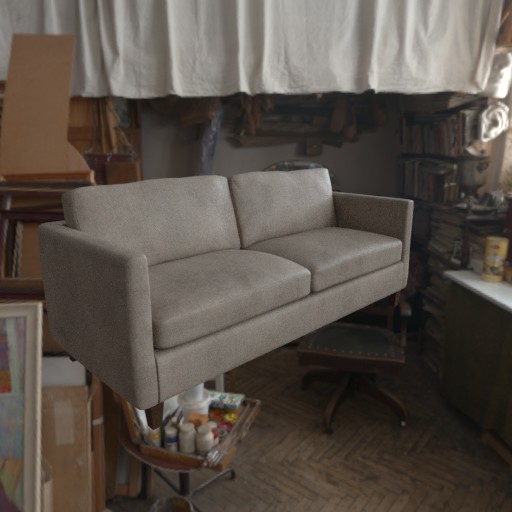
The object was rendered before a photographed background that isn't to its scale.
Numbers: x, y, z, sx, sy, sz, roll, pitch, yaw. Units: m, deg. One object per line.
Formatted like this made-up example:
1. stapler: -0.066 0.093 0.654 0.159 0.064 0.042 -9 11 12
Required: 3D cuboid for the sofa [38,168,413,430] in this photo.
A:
1. sofa: 0.000 0.000 2.706 2.208 0.965 0.951 -14 21 -42
